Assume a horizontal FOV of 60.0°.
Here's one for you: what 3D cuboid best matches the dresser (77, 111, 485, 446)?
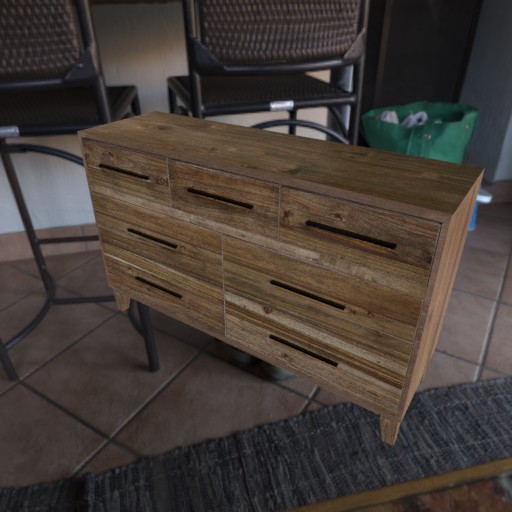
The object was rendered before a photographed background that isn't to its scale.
[{"bbox_3d":[0.000,0.000,1.764,1.400,0.873,0.446,19,35,29],"label":"dresser"}]
